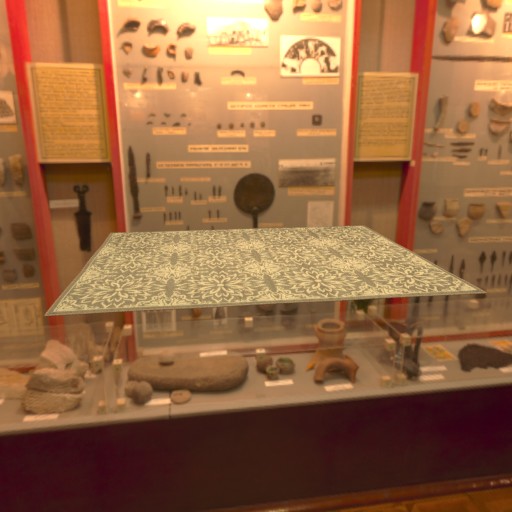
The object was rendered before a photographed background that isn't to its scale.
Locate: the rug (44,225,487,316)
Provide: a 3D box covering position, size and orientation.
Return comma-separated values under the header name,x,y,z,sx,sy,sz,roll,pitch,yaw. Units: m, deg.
name,x,y,z,sx,sy,sz,roll,pitch,yaw
rug,0.000,0.000,4.068,2.980,0.012,2.363,-2,16,-8
